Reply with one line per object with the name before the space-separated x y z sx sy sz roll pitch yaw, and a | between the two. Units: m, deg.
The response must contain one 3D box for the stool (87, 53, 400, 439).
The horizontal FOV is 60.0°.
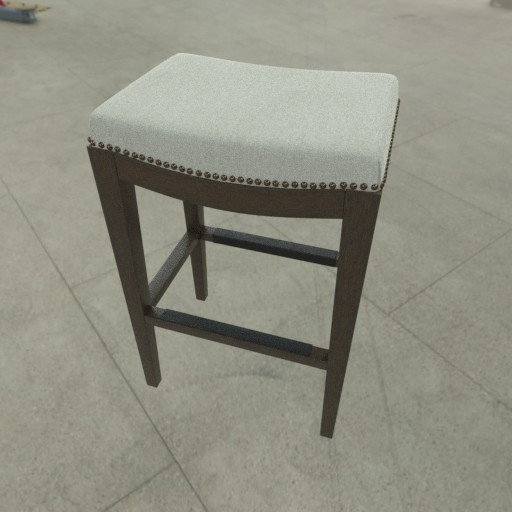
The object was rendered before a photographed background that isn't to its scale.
stool | 0.000 0.000 1.011 0.498 0.759 0.358 12 42 13
